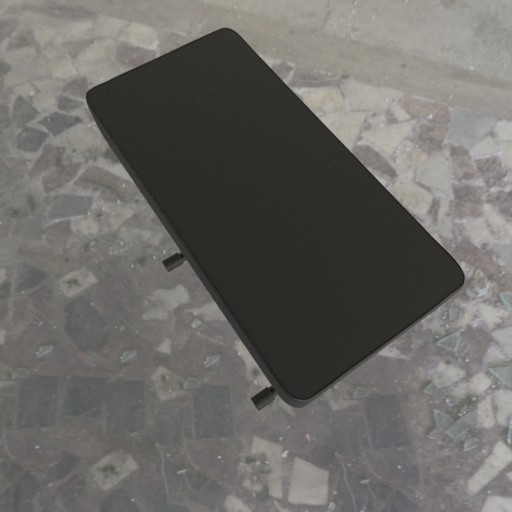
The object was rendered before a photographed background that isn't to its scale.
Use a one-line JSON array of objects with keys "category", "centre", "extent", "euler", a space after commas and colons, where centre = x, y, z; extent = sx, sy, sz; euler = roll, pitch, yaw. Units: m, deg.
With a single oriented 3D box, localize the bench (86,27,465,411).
[{"category": "bench", "centre": [0.000, 0.000, 0.911], "extent": [0.300, 0.561, 0.600], "euler": [-32, 69, -14]}]
